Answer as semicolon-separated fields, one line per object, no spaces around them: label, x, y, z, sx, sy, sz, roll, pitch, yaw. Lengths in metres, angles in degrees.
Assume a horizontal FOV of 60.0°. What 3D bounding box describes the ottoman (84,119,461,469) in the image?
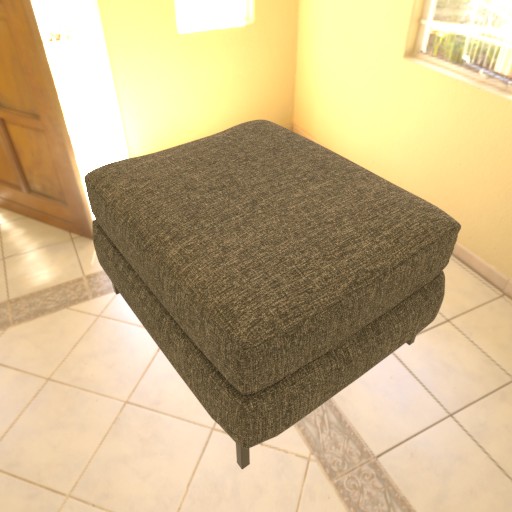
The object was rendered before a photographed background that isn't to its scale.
ottoman;0.000;0.000;1.223;0.683;0.480;0.828;-26;46;-27
